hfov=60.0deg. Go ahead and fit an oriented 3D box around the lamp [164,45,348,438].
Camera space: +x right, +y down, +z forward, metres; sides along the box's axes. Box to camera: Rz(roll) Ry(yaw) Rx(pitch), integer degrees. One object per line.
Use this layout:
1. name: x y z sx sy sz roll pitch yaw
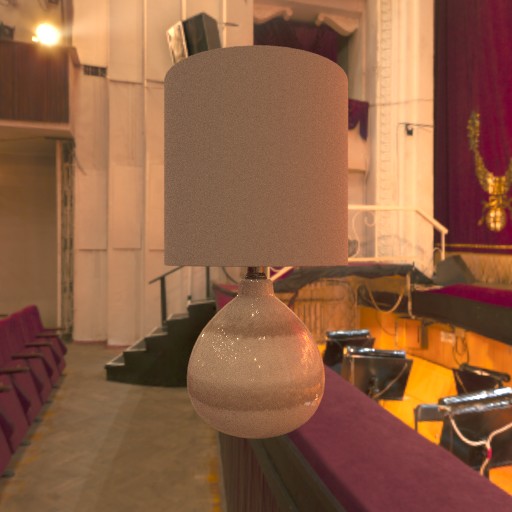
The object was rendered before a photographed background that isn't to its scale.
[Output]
1. lamp: 0.000 0.000 0.532 0.217 0.404 0.217 0 0 -16
